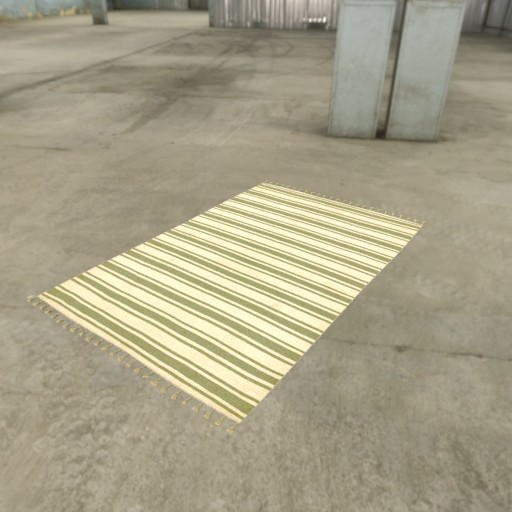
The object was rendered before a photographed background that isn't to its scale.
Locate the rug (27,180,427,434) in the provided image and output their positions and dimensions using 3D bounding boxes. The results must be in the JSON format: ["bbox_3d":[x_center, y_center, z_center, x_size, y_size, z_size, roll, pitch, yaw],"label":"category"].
[{"bbox_3d":[0.000,0.000,3.017,1.540,0.018,2.435,21,36,31],"label":"rug"}]
